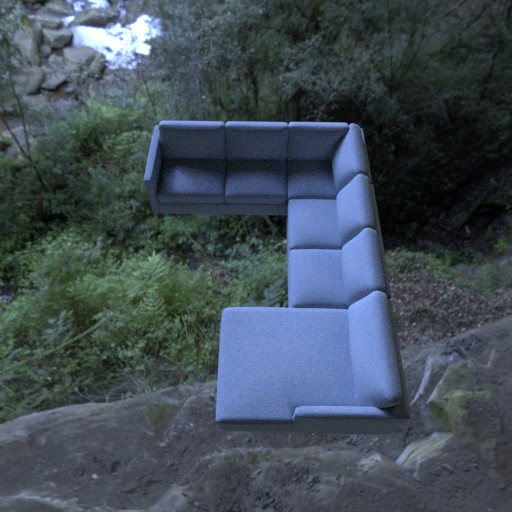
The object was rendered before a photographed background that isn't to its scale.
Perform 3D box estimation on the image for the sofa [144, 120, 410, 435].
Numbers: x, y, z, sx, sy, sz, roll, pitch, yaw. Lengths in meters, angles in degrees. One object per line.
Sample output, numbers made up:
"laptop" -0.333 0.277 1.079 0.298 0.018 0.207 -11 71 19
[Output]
"sofa" 0.000 0.000 4.628 2.551 0.889 3.403 1 57 1
